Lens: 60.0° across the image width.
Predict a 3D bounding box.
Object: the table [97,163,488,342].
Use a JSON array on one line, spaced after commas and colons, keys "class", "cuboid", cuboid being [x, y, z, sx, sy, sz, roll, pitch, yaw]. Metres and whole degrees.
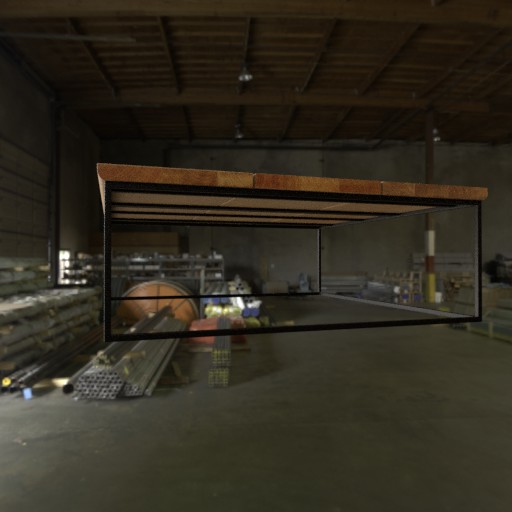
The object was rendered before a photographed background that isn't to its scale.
[{"class": "table", "cuboid": [0.000, 0.000, 1.676, 1.100, 0.400, 1.100, 0, -1, -18]}]
